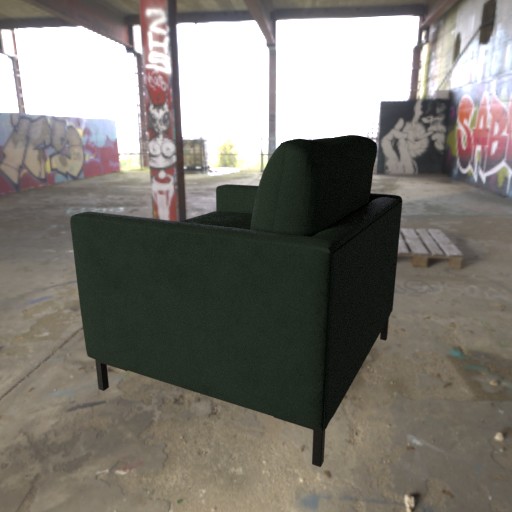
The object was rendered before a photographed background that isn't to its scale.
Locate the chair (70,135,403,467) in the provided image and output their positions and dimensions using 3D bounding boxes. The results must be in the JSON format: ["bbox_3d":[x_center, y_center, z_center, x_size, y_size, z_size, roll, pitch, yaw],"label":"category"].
[{"bbox_3d":[0.000,0.000,1.636,0.866,0.861,0.963,8,18,26],"label":"chair"}]
